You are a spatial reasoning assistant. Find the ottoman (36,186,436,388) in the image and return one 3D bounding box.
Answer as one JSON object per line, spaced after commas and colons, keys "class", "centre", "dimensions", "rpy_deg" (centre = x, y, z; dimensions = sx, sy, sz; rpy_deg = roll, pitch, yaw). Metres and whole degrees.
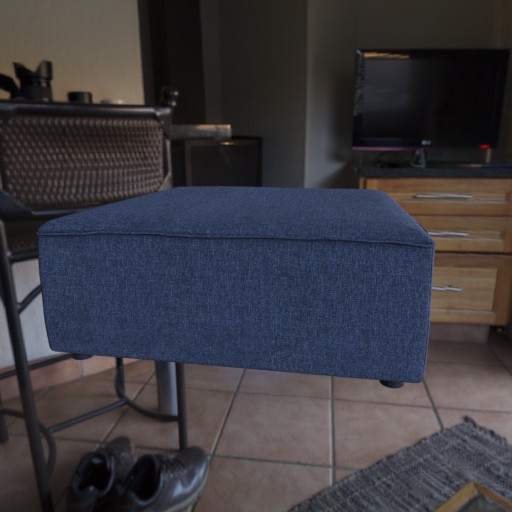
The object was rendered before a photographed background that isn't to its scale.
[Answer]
{"class": "ottoman", "centre": [0.000, 0.000, 1.578], "dimensions": [1.017, 0.423, 1.023], "rpy_deg": [3, 14, 10]}
